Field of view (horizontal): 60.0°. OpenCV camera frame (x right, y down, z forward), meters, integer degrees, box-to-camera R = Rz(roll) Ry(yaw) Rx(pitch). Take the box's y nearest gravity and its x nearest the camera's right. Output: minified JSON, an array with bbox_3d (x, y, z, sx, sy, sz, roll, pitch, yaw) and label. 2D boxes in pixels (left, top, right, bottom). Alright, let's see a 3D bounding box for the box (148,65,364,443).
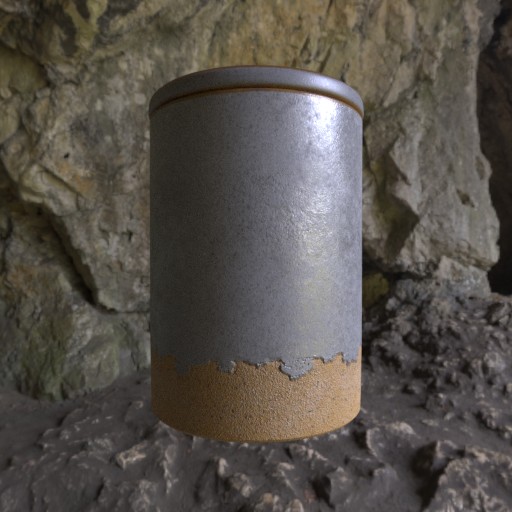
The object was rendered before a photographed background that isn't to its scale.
[{"bbox_3d":[0.000,0.000,0.249,0.118,0.168,0.118,0,0,0],"label":"box"}]
